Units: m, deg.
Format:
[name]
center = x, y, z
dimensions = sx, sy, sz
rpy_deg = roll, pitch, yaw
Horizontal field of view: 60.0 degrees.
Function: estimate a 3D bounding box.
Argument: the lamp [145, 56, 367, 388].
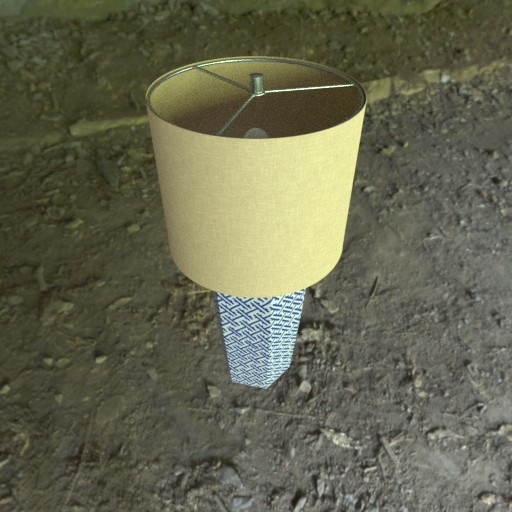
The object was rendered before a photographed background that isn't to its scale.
[lamp]
center = 0.000, 0.000, 0.858
dimensions = 0.320, 0.682, 0.320
rpy_deg = 12, 42, 14
